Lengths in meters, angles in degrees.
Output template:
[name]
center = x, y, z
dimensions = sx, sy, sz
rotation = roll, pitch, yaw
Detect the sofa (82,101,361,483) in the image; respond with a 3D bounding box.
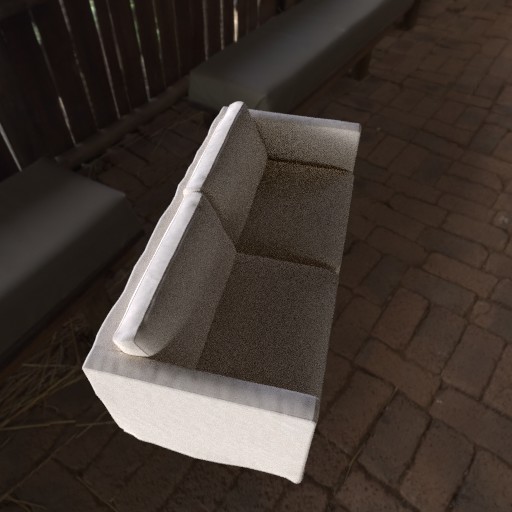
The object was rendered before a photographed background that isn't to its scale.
[sofa]
center = 0.000, 0.000, 2.477
dimensions = 0.940, 0.870, 1.987
rotation = 10, 50, 9
